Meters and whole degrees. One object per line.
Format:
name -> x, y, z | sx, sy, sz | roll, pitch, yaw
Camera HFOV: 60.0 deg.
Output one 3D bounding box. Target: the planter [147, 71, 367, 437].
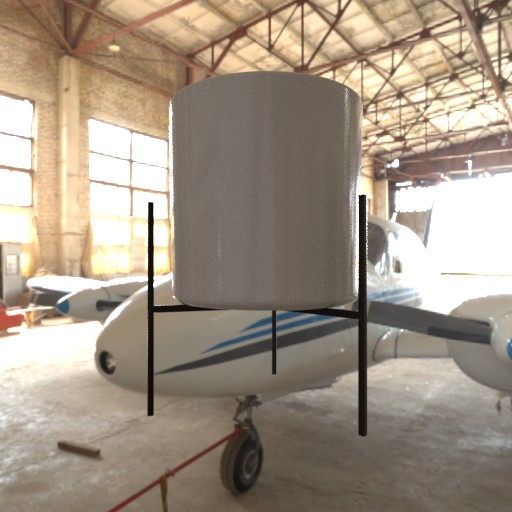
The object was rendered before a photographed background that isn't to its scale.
planter -> 0.000, 0.000, 0.646 | 0.308, 0.431, 0.307 | 0, 0, -18
